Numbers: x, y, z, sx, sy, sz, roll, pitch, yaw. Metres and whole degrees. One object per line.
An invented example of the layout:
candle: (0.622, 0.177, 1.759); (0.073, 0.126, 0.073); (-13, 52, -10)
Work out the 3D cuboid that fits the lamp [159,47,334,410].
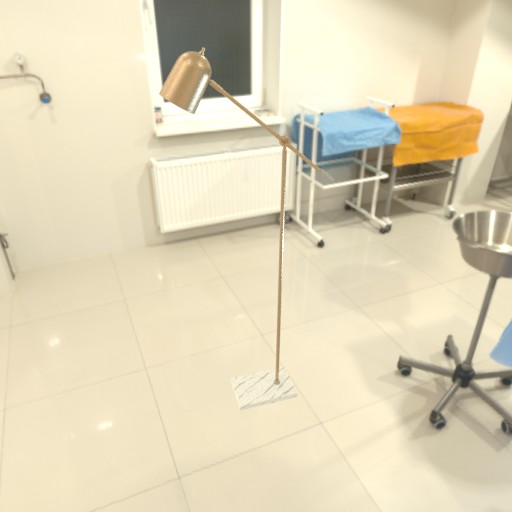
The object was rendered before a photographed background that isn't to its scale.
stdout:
lamp: (0.000, 0.000, 1.850); (0.653, 1.594, 0.194); (-9, 32, -14)
